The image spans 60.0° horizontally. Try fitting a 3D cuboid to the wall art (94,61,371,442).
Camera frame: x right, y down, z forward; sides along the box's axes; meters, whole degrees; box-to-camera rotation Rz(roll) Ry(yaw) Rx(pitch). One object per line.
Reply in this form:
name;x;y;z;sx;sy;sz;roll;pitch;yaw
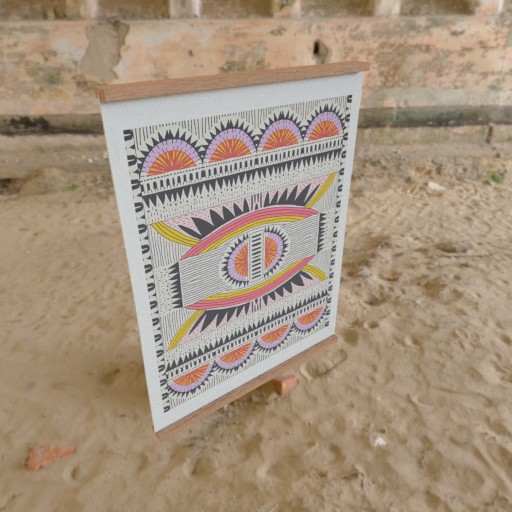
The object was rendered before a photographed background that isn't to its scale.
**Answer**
wall art;0.000;0.000;0.684;0.403;0.527;0.028;-20;35;-32
